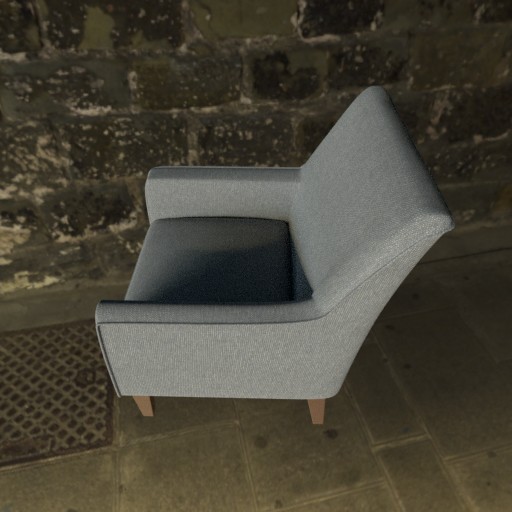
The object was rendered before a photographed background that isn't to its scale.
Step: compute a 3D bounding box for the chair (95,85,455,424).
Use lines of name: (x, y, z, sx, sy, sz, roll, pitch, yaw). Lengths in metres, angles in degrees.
chair: (0.000, 0.000, 1.533, 0.899, 0.919, 0.780, 1, 41, 1)
